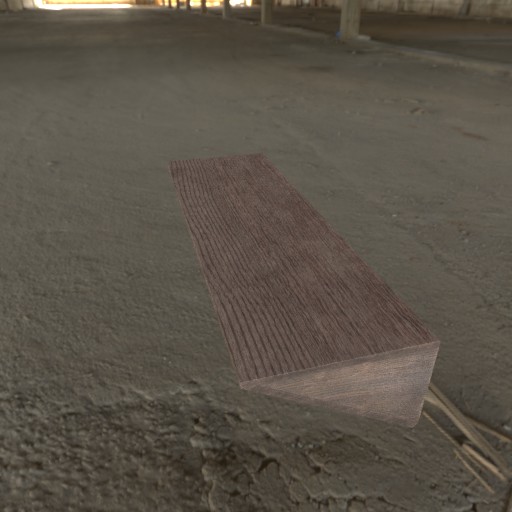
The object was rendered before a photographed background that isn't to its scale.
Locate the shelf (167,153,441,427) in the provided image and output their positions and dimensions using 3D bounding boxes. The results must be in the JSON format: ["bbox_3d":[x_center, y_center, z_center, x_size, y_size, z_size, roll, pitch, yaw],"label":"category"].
[{"bbox_3d":[0.000,0.000,0.690,0.200,0.125,0.610,-8,32,-13],"label":"shelf"}]
